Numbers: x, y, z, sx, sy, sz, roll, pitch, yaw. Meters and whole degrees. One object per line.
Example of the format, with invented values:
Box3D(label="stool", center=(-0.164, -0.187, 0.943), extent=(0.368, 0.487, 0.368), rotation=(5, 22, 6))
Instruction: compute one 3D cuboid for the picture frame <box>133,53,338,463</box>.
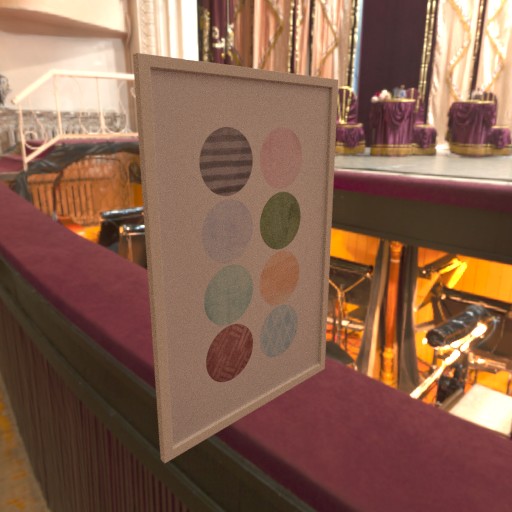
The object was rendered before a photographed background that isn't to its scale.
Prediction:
Box3D(label="picture frame", center=(0.000, 0.000, 0.840), extent=(0.457, 0.657, 0.013), rotation=(-15, 22, -42))
